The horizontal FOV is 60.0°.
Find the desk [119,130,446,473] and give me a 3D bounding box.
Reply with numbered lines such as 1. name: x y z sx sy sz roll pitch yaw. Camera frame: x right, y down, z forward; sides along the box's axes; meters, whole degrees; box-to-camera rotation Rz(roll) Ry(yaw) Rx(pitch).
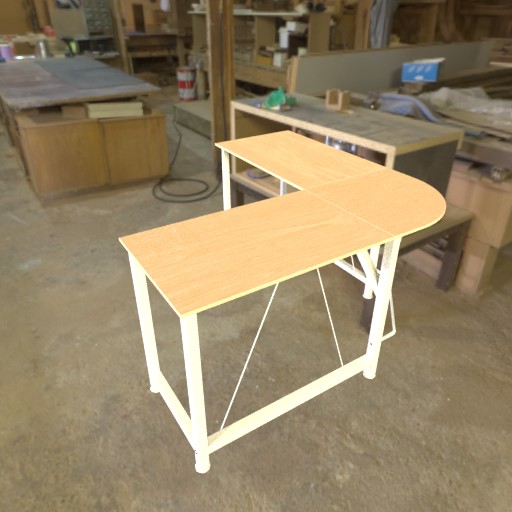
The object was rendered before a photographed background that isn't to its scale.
1. desk: 0.000 0.000 2.257 1.400 0.762 1.400 -18 35 -28
